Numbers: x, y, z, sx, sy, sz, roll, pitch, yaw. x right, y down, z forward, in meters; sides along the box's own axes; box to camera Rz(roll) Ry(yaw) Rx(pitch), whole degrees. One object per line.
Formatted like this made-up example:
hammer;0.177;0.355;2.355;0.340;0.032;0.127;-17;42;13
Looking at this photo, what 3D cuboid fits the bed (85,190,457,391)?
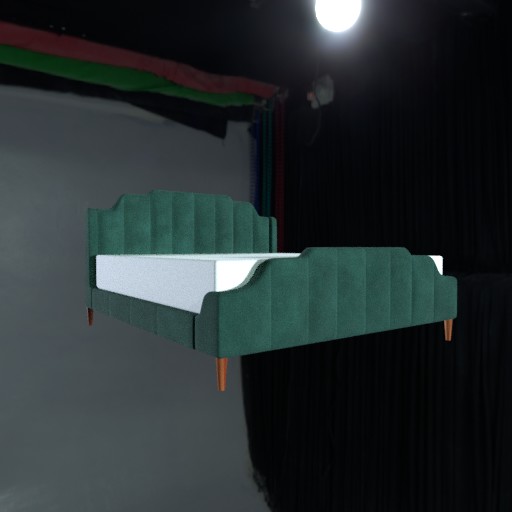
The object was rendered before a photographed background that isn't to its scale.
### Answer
bed;0.000;0.000;3.604;2.074;1.245;2.340;-1;1;-36
